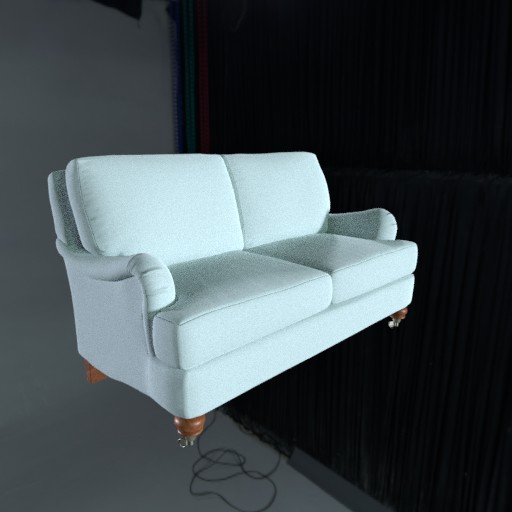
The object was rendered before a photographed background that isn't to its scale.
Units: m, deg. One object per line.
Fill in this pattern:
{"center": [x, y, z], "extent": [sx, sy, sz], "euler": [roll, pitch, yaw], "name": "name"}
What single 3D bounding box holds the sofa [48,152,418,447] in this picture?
{"center": [0.000, 0.000, 2.455], "extent": [1.084, 1.101, 1.853], "euler": [14, 19, 43], "name": "sofa"}
